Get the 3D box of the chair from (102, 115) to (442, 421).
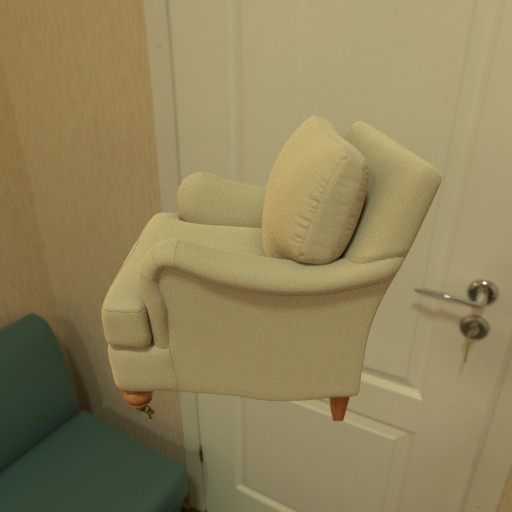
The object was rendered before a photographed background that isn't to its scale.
[{"bbox_3d":[0.000,0.000,1.845,1.070,1.038,0.955,0,25,-1],"label":"chair"}]
